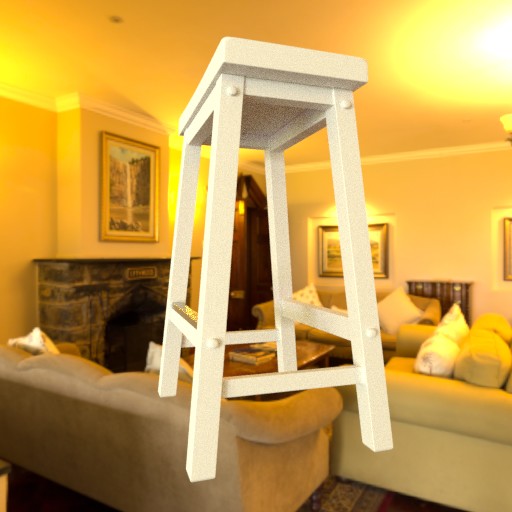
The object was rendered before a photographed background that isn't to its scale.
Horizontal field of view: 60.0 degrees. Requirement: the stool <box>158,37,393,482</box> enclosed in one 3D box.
[{"bbox_3d":[0.000,0.000,0.839,0.322,0.610,0.406,0,0,-18],"label":"stool"}]
